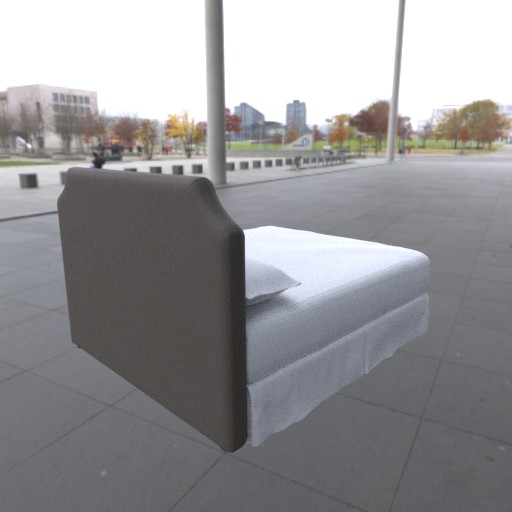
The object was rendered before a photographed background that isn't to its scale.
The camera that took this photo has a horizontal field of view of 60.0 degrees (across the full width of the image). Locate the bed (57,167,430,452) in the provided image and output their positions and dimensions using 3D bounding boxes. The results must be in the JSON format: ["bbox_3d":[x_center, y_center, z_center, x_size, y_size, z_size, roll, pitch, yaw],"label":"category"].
[{"bbox_3d":[0.000,0.000,3.882,2.194,1.561,2.536,14,19,43],"label":"bed"}]
